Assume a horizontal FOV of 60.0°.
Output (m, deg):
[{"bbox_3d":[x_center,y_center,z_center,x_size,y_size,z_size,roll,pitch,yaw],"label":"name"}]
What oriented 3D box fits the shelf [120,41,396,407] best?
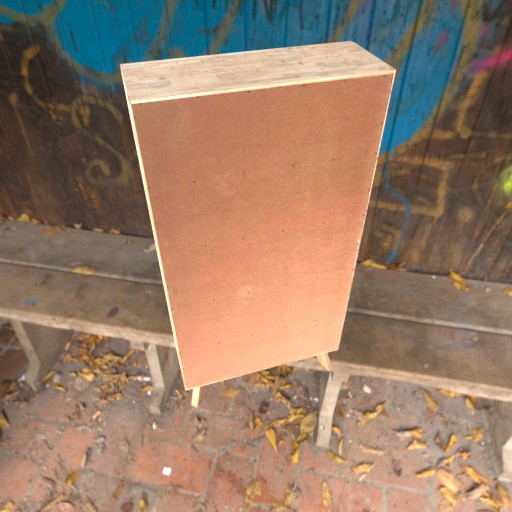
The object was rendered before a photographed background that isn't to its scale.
[{"bbox_3d":[0.000,0.000,1.771,0.748,1.471,0.308,-12,43,-13],"label":"shelf"}]
